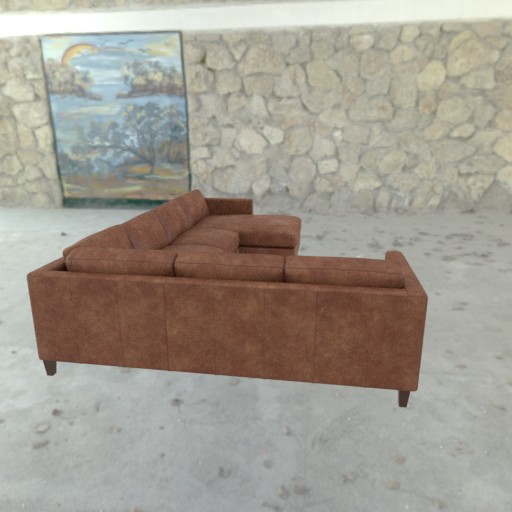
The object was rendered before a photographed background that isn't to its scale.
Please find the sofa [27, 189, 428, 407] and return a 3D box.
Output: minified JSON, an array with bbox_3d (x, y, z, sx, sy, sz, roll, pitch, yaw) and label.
[{"bbox_3d":[0.000,0.000,4.280,2.452,0.888,3.324,2,16,9],"label":"sofa"}]
